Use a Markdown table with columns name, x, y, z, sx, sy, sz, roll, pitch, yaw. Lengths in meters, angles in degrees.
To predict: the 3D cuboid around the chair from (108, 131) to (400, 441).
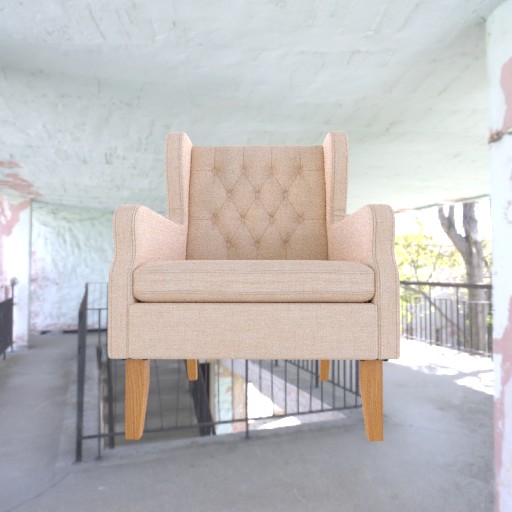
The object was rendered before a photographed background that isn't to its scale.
| name | x | y | z | sx | sy | sz | roll | pitch | yaw |
| --- | --- | --- | --- | --- | --- | --- | --- | --- | --- |
| chair | 0.000 | 0.000 | 1.452 | 0.710 | 0.930 | 0.760 | 0 | -2 | 1 |
